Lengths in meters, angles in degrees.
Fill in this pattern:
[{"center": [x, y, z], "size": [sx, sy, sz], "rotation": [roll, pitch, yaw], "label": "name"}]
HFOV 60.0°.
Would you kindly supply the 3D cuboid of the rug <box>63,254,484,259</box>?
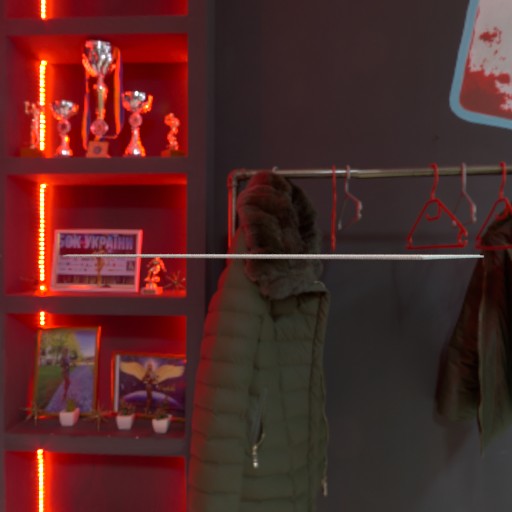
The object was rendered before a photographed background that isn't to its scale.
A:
[{"center": [0.000, 0.000, 1.420], "size": [1.219, 0.007, 0.604], "rotation": [0, 0, 36], "label": "rug"}]
